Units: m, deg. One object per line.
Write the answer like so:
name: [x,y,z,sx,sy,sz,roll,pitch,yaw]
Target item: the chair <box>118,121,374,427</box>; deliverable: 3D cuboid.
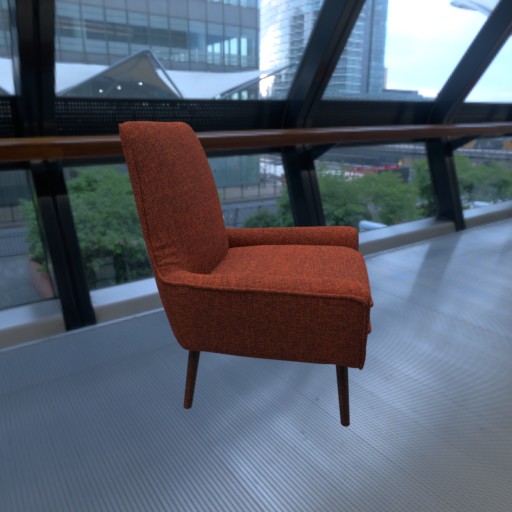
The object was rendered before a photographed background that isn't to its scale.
chair: [0.000,0.000,1.569,0.784,0.911,0.803,3,17,10]
